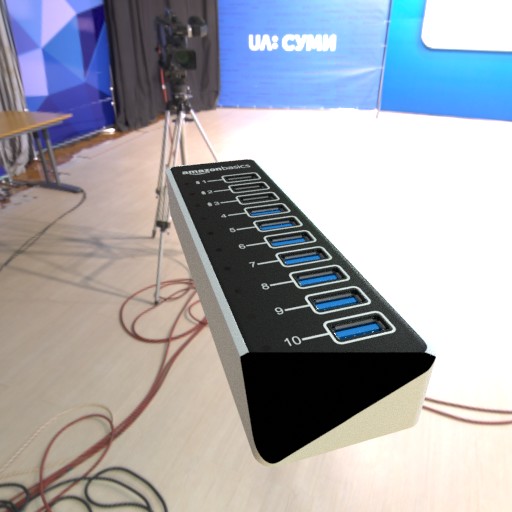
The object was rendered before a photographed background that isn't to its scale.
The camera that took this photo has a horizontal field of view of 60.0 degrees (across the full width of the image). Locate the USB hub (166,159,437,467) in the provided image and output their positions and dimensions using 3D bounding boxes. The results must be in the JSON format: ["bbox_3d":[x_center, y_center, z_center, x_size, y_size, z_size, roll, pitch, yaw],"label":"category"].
[{"bbox_3d":[0.000,0.000,0.159,0.044,0.023,0.145,-9,32,-15],"label":"USB hub"}]
